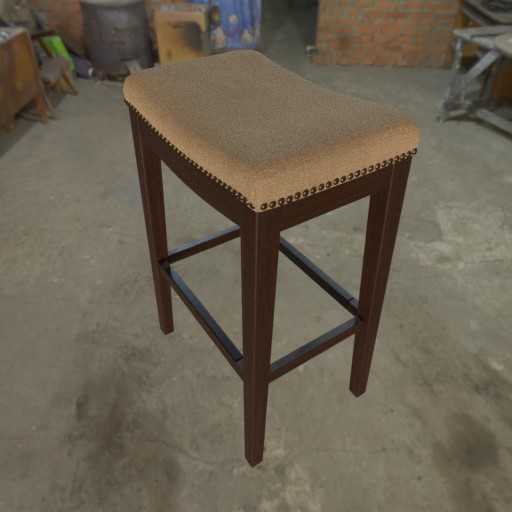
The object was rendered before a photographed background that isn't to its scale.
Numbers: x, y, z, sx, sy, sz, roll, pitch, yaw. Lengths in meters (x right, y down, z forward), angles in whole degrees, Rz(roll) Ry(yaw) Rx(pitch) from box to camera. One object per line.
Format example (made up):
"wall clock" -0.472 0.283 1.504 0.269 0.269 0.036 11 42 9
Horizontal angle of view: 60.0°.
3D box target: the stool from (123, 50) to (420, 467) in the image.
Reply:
"stool" 0.000 0.000 1.026 0.363 0.768 0.509 -23 45 -25
